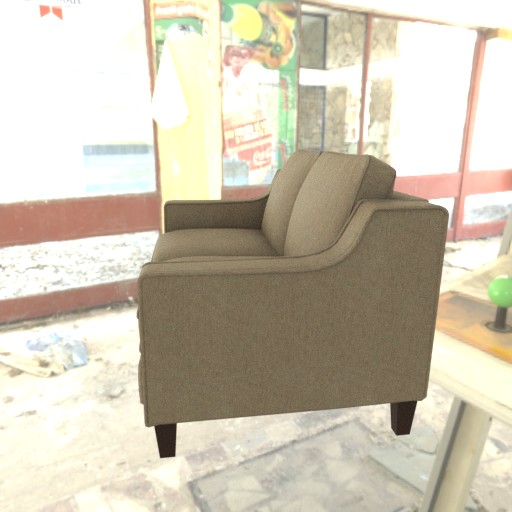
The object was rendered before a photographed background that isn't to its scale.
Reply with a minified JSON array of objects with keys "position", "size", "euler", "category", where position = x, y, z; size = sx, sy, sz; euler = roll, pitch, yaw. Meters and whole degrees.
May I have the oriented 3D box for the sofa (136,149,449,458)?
[{"position":[0.000,0.000,2.087],"size":[0.985,0.981,1.503],"euler":[-2,16,-8],"category":"sofa"}]
